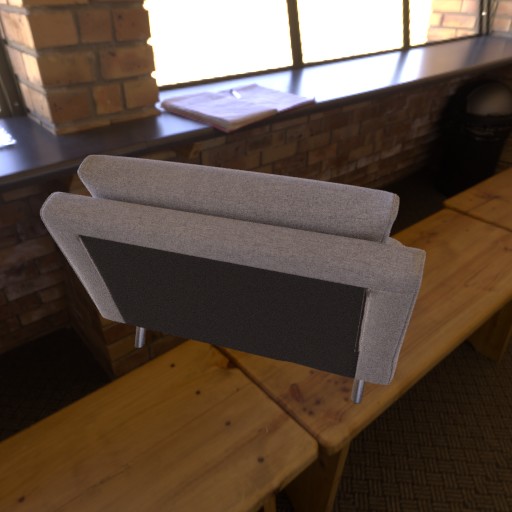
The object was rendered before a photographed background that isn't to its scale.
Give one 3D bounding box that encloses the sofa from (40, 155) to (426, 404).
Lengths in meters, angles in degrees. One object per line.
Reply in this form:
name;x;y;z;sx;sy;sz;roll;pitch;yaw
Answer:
sofa;0.000;0.000;1.835;1.220;0.910;0.910;10;34;15
